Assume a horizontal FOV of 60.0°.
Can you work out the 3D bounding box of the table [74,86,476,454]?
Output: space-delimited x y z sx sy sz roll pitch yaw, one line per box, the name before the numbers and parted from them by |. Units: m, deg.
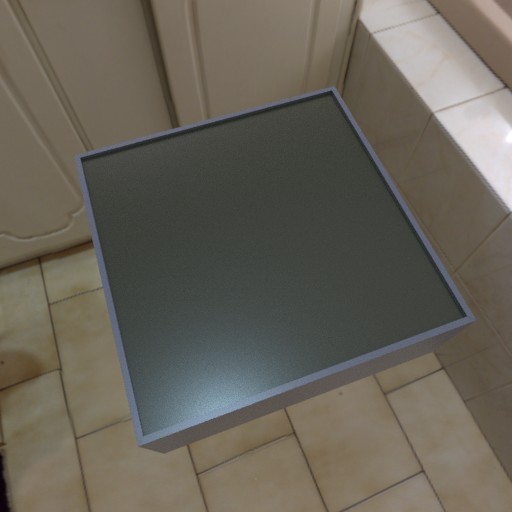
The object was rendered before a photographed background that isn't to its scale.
table | 0.000 0.000 1.272 0.801 0.299 0.801 -18 65 -9
